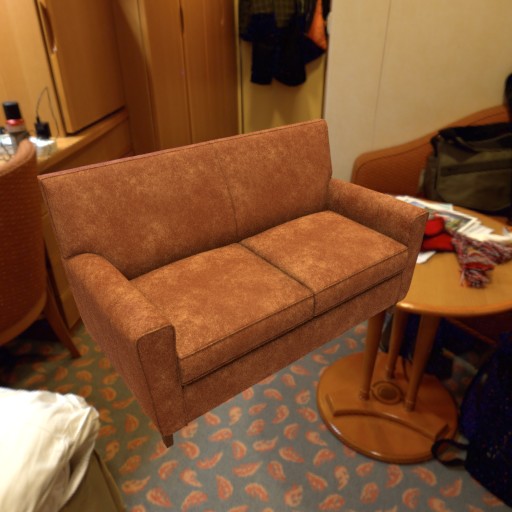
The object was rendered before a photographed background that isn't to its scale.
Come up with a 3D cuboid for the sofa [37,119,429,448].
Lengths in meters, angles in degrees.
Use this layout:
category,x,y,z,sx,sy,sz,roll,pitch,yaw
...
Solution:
category,x,y,z,sx,sy,sz,roll,pitch,yaw
sofa,0.000,0.000,1.992,1.473,0.871,0.787,-21,36,-32
